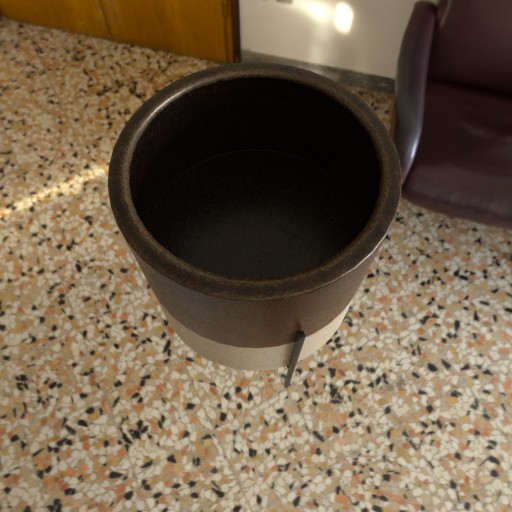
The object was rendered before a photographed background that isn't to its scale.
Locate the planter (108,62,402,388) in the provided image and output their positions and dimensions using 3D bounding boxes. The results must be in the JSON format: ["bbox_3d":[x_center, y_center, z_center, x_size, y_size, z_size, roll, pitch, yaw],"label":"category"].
[{"bbox_3d":[0.000,0.000,0.721,0.345,0.465,0.354,-17,64,-9],"label":"planter"}]
